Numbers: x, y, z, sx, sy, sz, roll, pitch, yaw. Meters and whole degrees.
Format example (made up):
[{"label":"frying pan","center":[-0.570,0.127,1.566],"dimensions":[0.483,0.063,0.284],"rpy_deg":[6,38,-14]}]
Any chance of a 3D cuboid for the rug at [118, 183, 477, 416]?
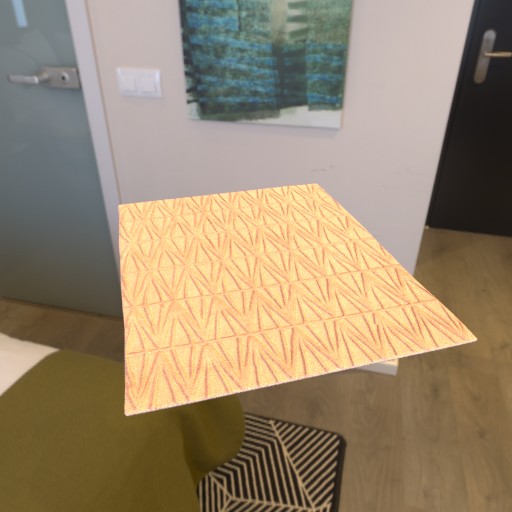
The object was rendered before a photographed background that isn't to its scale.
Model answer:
[{"label":"rug","center":[0.000,0.000,4.121],"dimensions":[2.453,0.043,3.052],"rpy_deg":[-8,32,-13]}]
